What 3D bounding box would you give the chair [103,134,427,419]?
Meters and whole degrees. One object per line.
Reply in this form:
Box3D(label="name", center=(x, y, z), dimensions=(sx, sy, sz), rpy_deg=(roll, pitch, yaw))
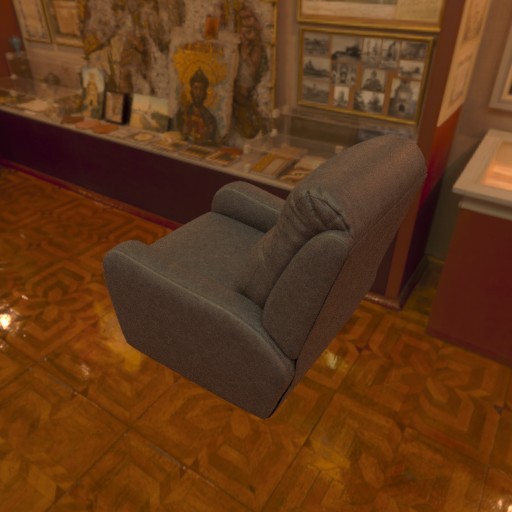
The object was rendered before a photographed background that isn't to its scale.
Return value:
Box3D(label="chair", center=(0.000, 0.000, 1.850), dimensions=(1.067, 1.067, 0.865), rpy_deg=(22, 40, 29))
